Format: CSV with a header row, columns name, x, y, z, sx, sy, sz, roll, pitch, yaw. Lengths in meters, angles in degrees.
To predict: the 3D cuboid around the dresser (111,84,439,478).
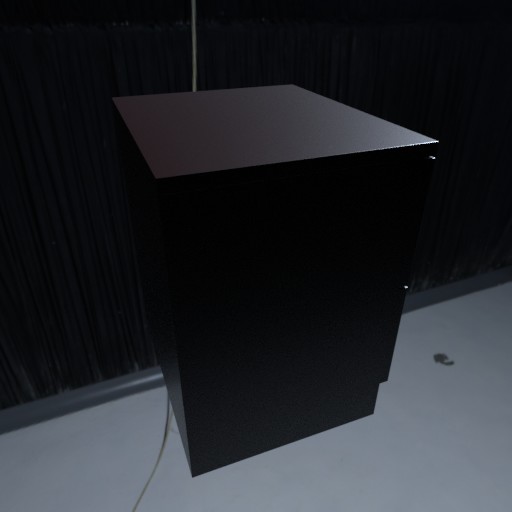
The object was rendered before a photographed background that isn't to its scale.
name,x,y,z,sx,sy,sz,roll,pitch,yaw
dresser,0.000,0.000,0.754,0.360,0.470,0.400,-11,33,-18
